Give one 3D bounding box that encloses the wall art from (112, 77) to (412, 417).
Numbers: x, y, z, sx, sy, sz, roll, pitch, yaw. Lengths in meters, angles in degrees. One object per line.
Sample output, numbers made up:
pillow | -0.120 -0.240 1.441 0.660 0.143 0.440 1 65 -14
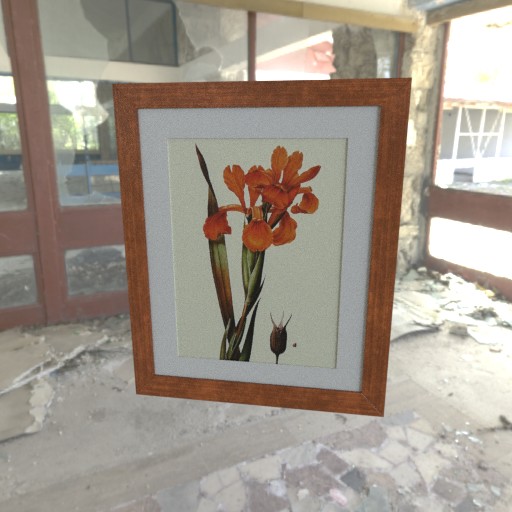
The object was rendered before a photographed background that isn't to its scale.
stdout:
wall art | 0.000 0.000 0.771 0.467 0.567 0.033 2 15 9
